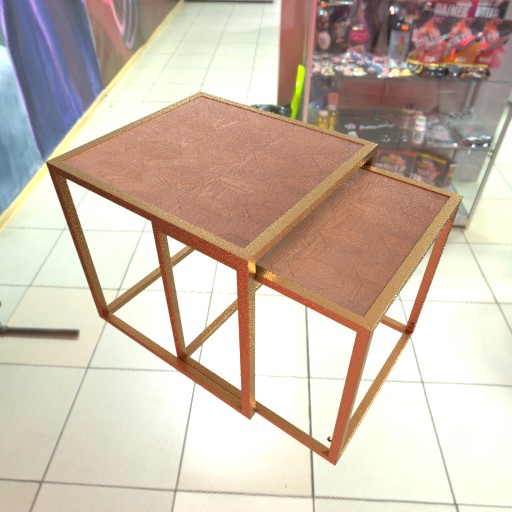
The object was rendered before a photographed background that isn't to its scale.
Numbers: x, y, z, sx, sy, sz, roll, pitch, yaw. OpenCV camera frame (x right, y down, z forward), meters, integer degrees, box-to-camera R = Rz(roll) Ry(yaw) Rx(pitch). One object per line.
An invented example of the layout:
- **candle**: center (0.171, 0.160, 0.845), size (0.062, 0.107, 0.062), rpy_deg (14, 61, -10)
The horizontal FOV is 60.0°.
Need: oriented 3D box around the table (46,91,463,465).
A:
- **table**: center (0.000, 0.000, 1.107), size (0.762, 0.505, 0.505), rpy_deg (25, 47, 26)
